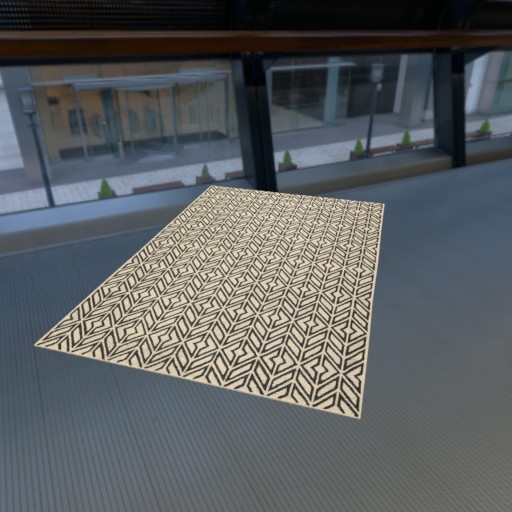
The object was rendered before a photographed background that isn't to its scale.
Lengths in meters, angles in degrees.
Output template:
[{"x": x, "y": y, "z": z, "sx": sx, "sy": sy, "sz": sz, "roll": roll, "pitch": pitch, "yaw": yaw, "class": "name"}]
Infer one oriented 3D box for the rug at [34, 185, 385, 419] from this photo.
[{"x": 0.000, "y": 0.000, "z": 2.298, "sx": 1.220, "sy": 0.007, "sz": 1.828, "roll": 8, "pitch": 30, "yaw": 14, "class": "rug"}]
